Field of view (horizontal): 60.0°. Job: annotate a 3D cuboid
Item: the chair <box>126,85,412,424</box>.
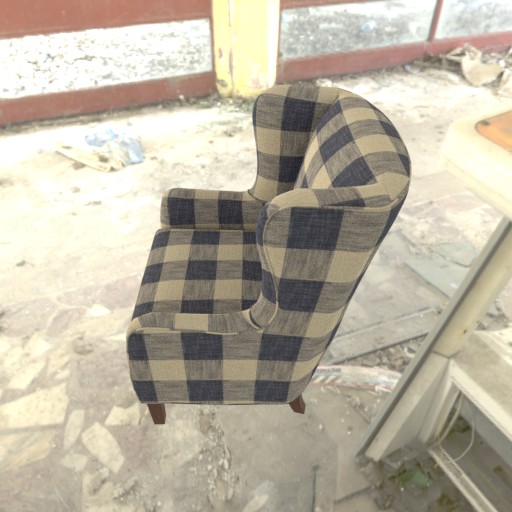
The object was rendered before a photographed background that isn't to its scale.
[{"bbox_3d":[0.000,0.000,1.687,0.889,1.041,0.830,-1,40,-1],"label":"chair"}]
